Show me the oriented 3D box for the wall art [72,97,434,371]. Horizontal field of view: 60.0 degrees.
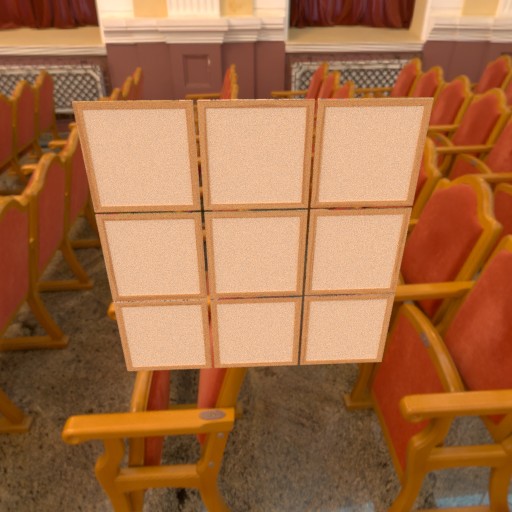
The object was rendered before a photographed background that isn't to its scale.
[{"bbox_3d":[0.000,0.000,2.259,1.519,1.534,0.013,-1,31,-2],"label":"wall art"}]
